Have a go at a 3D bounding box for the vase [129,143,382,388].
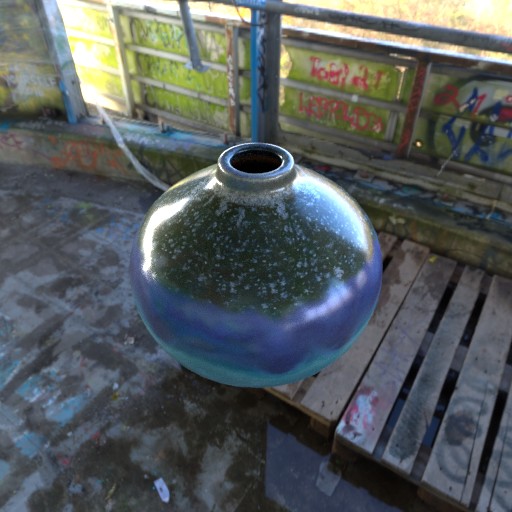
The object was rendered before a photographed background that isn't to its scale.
[{"bbox_3d":[0.000,0.000,0.275,0.154,0.133,0.154,0,41,0],"label":"vase"}]
